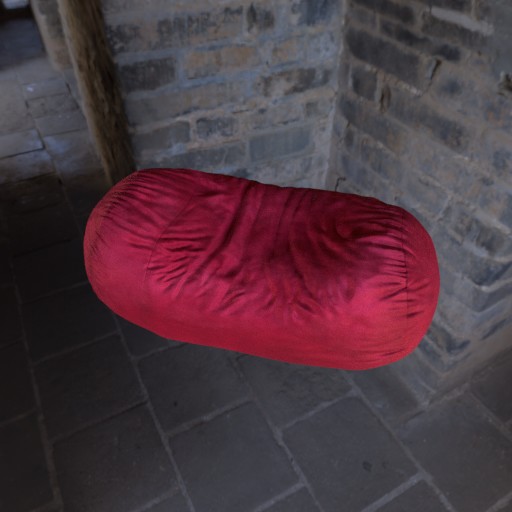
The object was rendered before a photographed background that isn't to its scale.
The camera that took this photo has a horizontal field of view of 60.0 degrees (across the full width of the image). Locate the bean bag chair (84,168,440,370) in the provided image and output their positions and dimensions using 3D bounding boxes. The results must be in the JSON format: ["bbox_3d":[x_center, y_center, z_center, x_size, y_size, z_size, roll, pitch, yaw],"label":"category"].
[{"bbox_3d":[0.000,0.000,2.918,2.293,0.867,1.216,10,44,11],"label":"bean bag chair"}]
